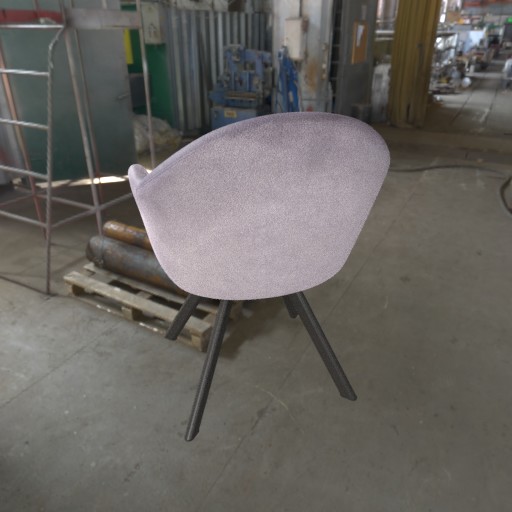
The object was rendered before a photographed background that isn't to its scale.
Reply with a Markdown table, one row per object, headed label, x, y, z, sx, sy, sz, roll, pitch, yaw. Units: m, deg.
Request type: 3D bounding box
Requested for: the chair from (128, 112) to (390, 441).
| label | x | y | z | sx | sy | sz | roll | pitch | yaw |
| --- | --- | --- | --- | --- | --- | --- | --- | --- | --- |
| chair | 0.000 | 0.000 | 1.133 | 0.570 | 0.780 | 0.540 | -8 | 28 | -15 |
